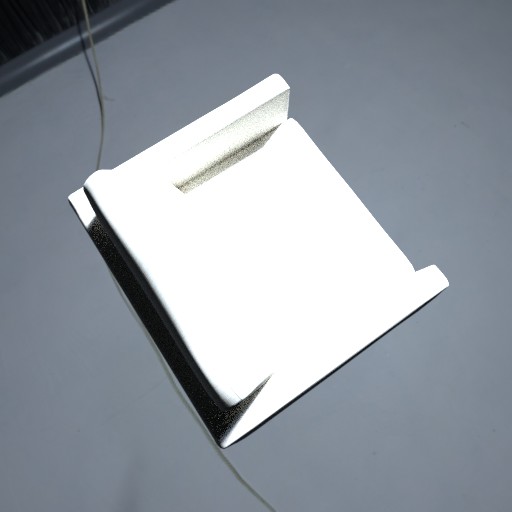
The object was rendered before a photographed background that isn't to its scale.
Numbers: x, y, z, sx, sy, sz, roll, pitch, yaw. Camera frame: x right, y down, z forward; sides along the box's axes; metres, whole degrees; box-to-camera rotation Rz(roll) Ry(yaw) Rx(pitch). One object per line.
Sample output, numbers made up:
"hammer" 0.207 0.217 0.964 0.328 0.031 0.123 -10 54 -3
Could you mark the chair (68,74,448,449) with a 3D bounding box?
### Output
"chair" 0.000 0.000 1.616 0.875 0.806 0.964 -33 77 -9
